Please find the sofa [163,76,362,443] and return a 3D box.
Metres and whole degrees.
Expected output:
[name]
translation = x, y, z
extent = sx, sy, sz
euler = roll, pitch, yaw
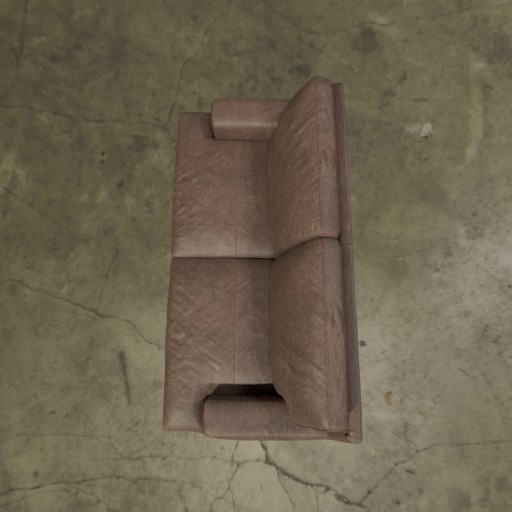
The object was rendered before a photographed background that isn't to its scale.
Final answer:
[sofa]
translation = 0.000, 0.000, 2.875
extent = 1.143, 0.941, 2.261
euler = 0, 76, 0
